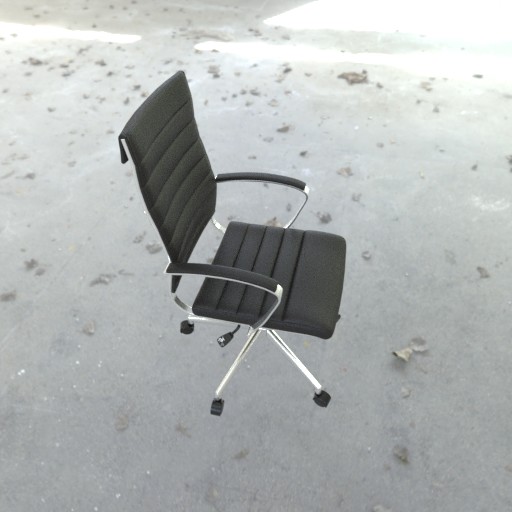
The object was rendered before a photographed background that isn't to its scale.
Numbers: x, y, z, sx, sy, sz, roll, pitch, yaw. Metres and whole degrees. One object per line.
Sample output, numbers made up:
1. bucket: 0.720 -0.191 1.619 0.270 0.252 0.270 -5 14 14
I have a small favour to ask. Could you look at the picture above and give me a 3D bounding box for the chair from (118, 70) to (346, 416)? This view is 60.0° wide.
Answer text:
1. chair: 0.000 0.000 1.652 0.739 1.149 0.766 10 45 10
